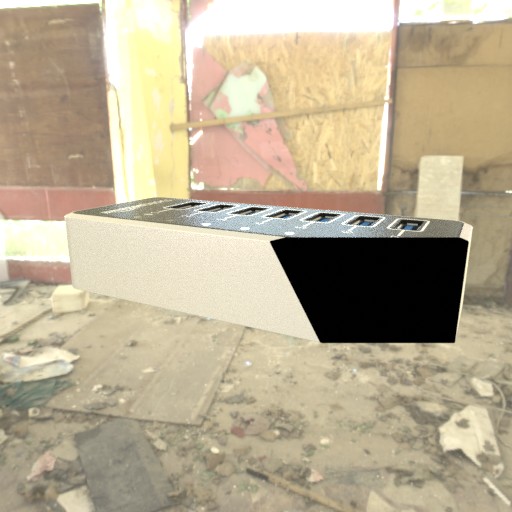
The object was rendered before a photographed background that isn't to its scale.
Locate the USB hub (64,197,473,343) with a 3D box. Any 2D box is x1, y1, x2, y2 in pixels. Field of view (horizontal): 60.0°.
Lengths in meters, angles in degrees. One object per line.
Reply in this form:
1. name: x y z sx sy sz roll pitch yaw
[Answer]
1. USB hub: 0.000 0.000 0.128 0.110 0.023 0.044 8 17 27
